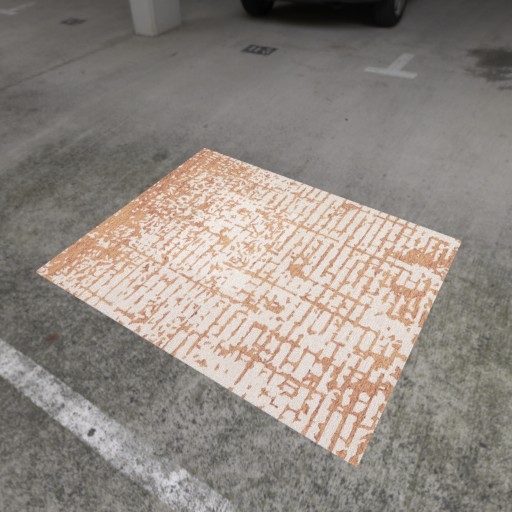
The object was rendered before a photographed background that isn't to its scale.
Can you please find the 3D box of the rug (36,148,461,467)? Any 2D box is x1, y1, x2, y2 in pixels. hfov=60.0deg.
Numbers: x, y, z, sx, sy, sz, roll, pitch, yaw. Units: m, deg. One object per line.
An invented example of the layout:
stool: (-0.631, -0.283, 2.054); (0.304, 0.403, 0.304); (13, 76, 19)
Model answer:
rug: (0.000, 0.000, 4.044); (3.050, 0.011, 2.441); (24, 50, 23)
